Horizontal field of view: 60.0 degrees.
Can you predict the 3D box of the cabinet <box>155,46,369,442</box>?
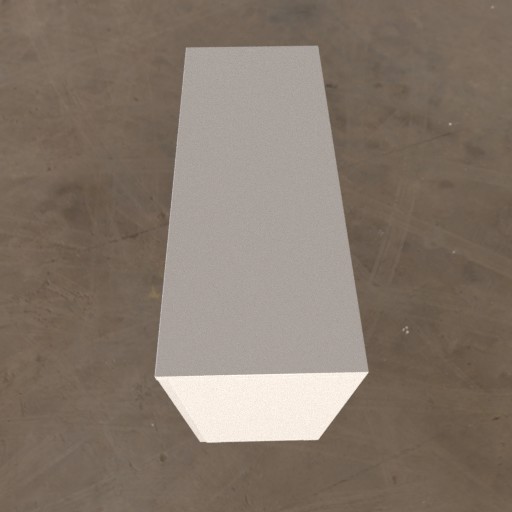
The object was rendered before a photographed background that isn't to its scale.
[{"bbox_3d":[0.000,0.000,1.427,0.400,0.800,1.000,-1,59,-1],"label":"cabinet"}]
